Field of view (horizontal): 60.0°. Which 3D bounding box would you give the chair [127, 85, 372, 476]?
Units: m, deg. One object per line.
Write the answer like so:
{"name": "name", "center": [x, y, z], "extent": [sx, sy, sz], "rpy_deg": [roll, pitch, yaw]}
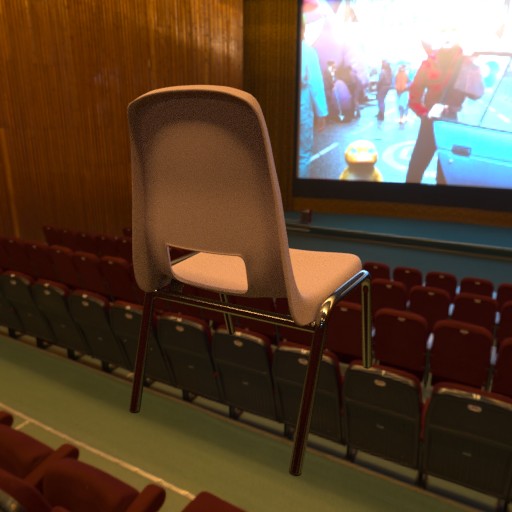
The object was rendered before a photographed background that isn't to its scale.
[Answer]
{"name": "chair", "center": [0.000, 0.000, 0.783], "extent": [0.354, 0.537, 0.385], "rpy_deg": [8, 18, 27]}
